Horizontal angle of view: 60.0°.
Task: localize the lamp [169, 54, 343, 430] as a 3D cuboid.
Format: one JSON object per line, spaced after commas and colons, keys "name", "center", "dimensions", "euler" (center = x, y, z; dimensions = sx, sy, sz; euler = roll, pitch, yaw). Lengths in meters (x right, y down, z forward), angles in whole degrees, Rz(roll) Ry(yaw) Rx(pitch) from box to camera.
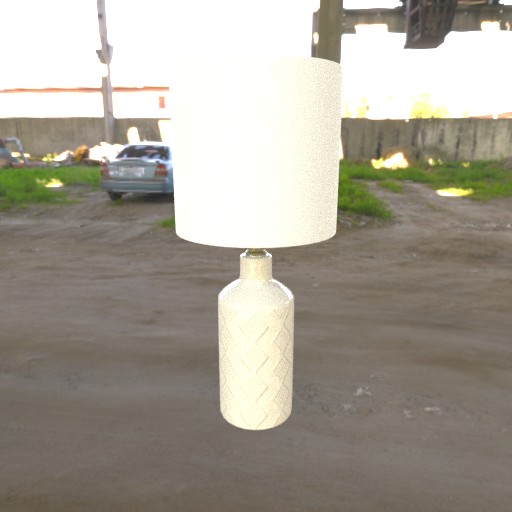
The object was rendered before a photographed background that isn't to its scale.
{"name": "lamp", "center": [0.000, 0.000, 0.590], "dimensions": [0.207, 0.461, 0.207], "euler": [-7, 16, -26]}
